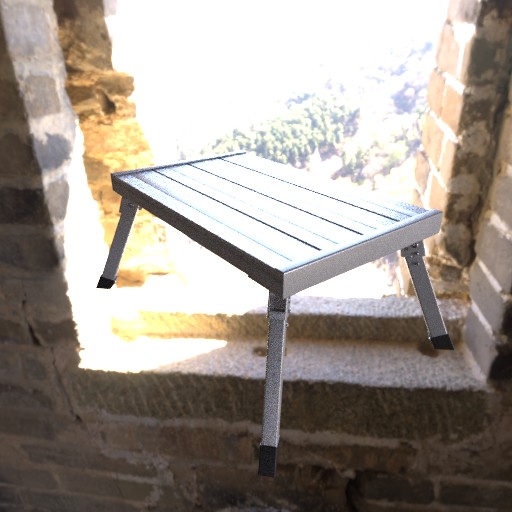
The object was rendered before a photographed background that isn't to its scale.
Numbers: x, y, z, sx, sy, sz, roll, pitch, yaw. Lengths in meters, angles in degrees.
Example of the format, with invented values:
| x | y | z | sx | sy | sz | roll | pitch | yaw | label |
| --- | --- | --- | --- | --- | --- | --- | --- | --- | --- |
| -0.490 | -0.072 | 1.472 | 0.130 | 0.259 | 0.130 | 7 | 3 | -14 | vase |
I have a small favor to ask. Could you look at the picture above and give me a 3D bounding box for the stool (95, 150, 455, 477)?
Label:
| x | y | z | sx | sy | sz | roll | pitch | yaw | label |
| --- | --- | --- | --- | --- | --- | --- | --- | --- | --- |
| 0.000 | 0.000 | 0.725 | 0.385 | 0.225 | 0.535 | -19 | 32 | -33 | stool |
